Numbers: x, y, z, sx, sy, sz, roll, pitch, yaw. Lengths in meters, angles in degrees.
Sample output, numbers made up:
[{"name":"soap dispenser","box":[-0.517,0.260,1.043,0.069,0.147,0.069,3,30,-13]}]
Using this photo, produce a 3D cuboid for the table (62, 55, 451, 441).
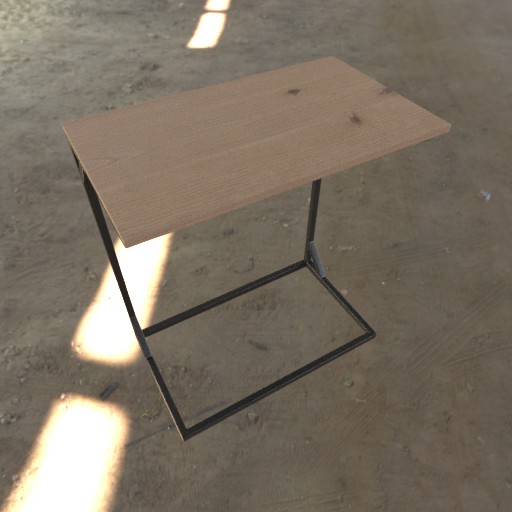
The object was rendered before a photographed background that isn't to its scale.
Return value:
[{"name":"table","box":[0.000,0.000,1.027,0.597,0.673,0.351,-22,50,-20]}]
